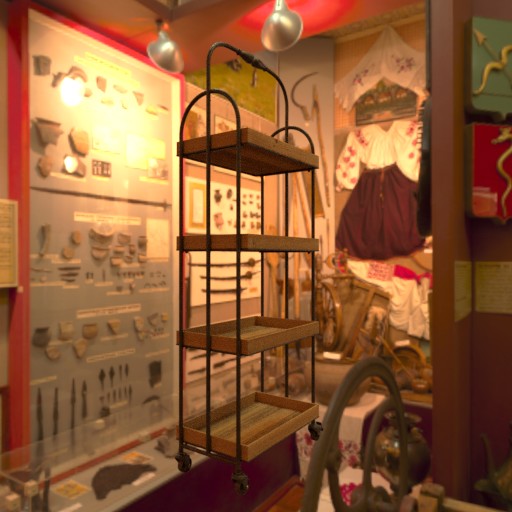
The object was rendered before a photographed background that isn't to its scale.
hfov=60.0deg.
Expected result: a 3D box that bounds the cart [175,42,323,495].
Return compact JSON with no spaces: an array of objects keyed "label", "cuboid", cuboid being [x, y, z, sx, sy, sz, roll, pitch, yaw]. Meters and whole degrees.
[{"label":"cart","cuboid":[0.000,0.000,1.658,0.308,1.481,0.581,0,0,35]}]
